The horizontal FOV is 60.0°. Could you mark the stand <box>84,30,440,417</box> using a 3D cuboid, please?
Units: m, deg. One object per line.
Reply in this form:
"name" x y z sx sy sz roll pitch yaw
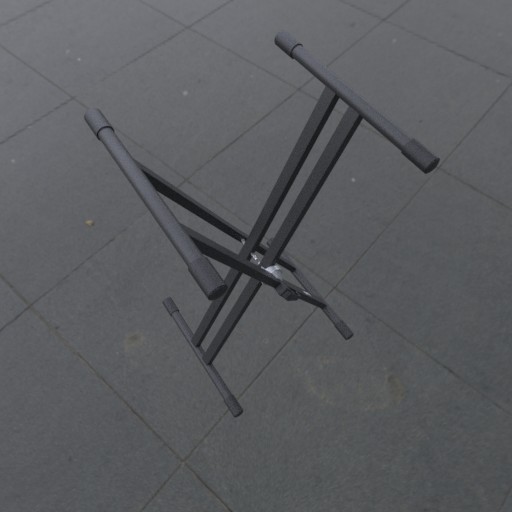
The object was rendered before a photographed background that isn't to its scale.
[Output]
"stand" 0.000 0.000 1.224 0.503 0.900 0.495 -30 63 -17
